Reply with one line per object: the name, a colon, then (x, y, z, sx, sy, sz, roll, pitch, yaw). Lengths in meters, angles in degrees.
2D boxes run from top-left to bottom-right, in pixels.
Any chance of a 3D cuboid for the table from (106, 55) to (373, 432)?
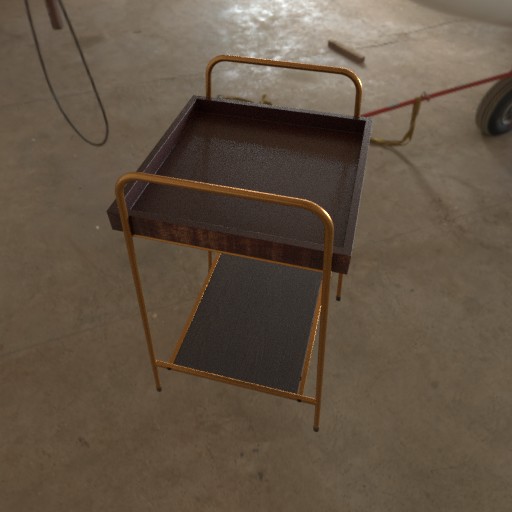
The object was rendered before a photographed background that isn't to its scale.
table: (0.000, 0.000, 1.008, 0.430, 0.710, 0.430, 11, 48, 10)
